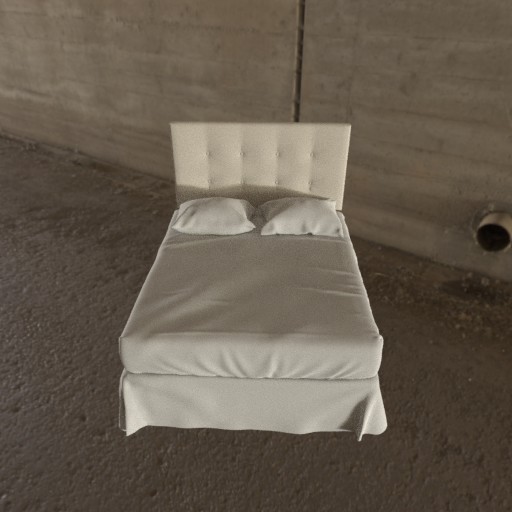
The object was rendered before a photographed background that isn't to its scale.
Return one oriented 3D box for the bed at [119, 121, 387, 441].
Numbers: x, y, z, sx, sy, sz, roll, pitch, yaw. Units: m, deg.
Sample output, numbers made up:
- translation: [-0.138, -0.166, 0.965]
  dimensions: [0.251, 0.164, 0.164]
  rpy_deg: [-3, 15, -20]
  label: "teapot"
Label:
- translation: [0.000, 0.000, 3.525]
  dimensions: [1.936, 1.577, 2.222]
  rpy_deg: [1, 32, 2]
  label: "bed"
